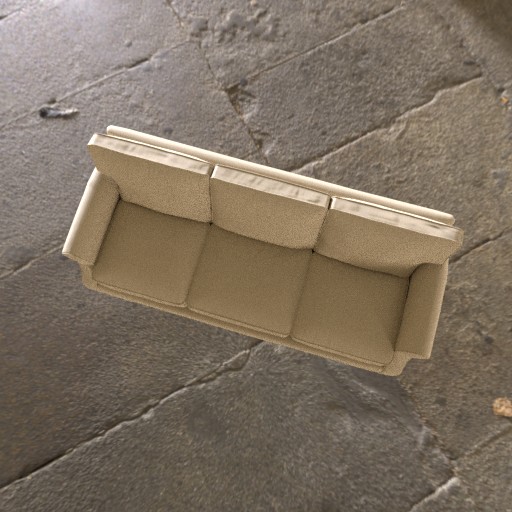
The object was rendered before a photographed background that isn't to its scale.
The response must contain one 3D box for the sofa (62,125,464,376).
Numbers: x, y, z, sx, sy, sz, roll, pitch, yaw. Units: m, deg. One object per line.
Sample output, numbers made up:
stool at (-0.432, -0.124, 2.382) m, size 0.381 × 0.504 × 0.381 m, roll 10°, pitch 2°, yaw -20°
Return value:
sofa at (0.000, 0.000, 2.877) m, size 2.354 × 0.948 × 0.966 m, roll 16°, pitch 76°, yaw 4°
